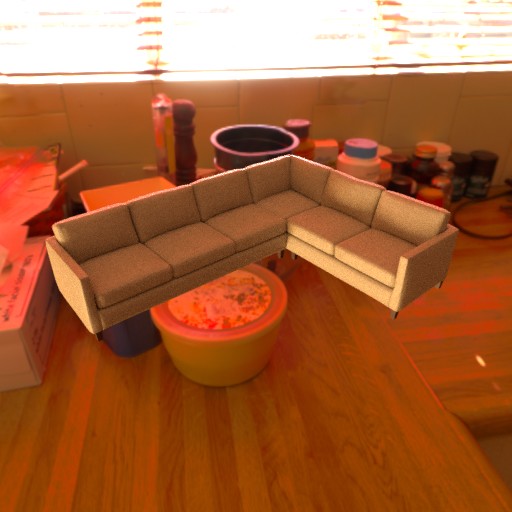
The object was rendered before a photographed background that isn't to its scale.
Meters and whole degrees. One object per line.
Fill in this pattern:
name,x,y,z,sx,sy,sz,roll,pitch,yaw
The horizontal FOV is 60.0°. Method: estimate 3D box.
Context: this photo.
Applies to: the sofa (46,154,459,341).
sofa,0.000,0.000,4.498,3.333,0.934,2.522,-23,39,-33
